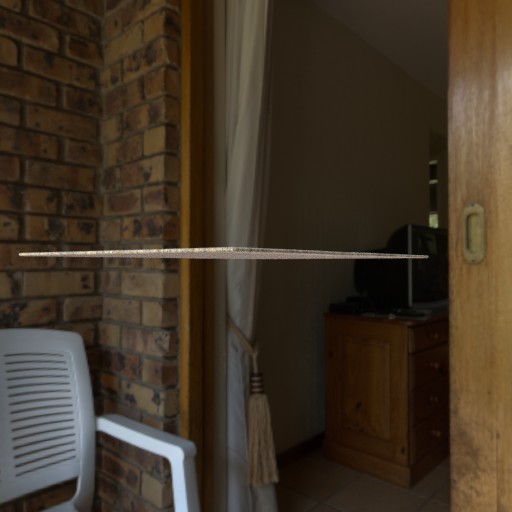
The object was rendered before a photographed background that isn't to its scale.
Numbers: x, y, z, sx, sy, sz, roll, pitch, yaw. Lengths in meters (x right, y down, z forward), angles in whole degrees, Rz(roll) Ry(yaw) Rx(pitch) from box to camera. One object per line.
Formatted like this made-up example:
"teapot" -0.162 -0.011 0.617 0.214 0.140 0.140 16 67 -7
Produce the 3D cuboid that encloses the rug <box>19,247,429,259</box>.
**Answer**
"rug" 0.000 0.000 2.317 1.243 0.014 1.846 -1 -1 37
